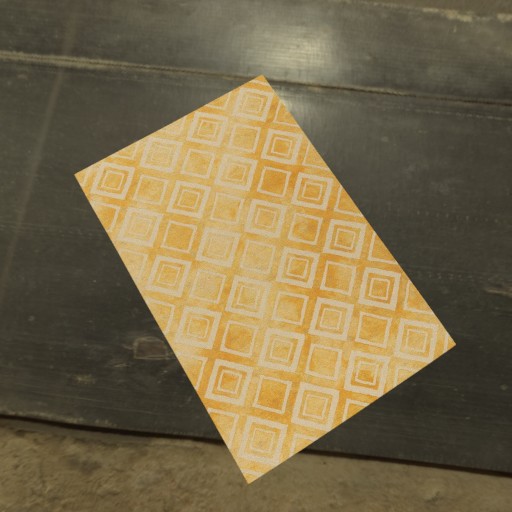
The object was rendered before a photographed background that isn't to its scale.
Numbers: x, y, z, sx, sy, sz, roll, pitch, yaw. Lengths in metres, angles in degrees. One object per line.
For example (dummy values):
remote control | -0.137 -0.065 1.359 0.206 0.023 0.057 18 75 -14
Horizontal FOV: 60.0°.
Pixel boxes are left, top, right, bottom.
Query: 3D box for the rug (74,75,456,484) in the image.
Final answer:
rug | 0.000 0.000 2.316 1.213 0.010 1.829 -31 78 -8
